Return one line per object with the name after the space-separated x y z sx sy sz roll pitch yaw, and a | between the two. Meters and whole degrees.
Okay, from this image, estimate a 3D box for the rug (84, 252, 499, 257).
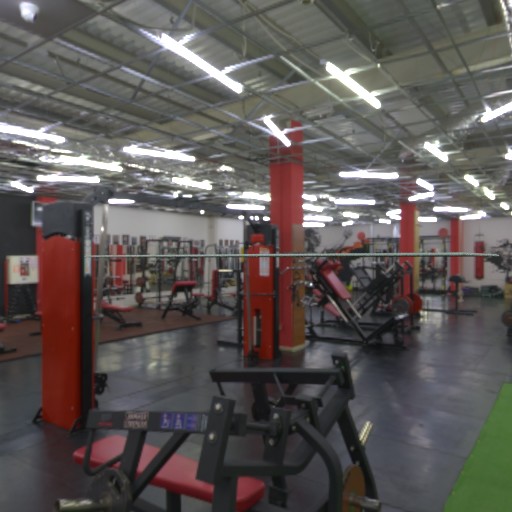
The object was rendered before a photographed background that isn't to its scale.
0.000 0.000 2.359 2.196 0.011 0.662 0 0 37 | rug
